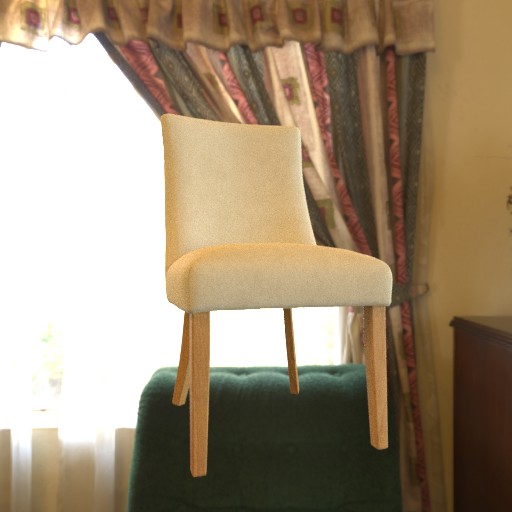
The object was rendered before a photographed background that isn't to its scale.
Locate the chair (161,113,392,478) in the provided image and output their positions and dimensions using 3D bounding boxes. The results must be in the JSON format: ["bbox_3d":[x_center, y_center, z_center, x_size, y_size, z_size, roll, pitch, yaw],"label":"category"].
[{"bbox_3d":[0.000,0.000,1.231,0.495,0.902,0.610,0,-1,-18],"label":"chair"}]
